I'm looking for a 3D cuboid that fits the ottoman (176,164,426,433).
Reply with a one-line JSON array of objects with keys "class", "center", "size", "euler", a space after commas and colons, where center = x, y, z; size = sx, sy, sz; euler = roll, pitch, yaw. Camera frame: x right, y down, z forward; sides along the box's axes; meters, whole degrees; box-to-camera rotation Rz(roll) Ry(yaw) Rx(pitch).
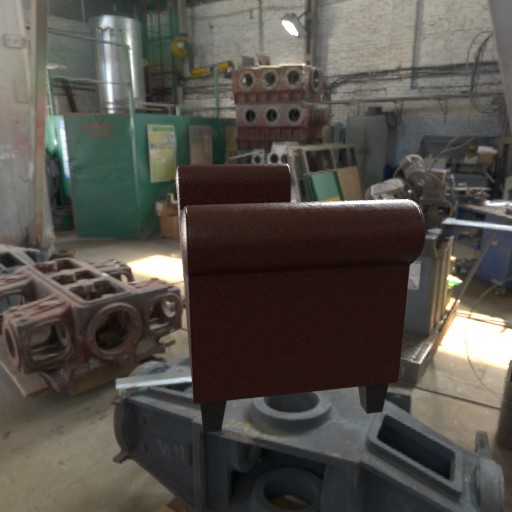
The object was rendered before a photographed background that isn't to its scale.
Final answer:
[{"class": "ottoman", "center": [0.000, 0.000, 1.544], "size": [0.521, 0.547, 1.256], "euler": [-3, 16, -10]}]
